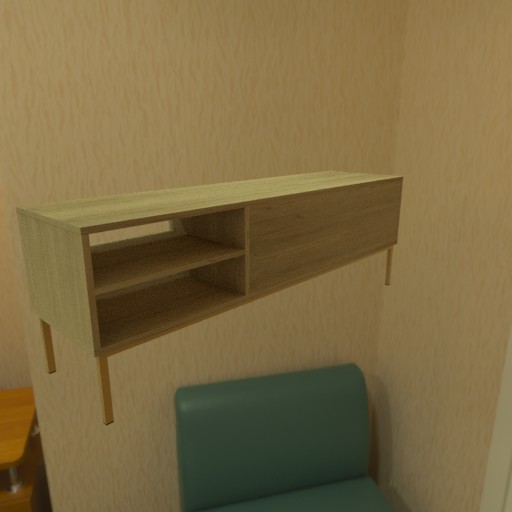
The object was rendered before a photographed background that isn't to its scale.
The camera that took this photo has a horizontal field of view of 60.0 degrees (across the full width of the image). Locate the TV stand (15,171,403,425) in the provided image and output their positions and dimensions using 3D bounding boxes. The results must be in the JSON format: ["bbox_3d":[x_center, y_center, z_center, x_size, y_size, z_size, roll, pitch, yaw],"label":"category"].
[{"bbox_3d":[0.000,0.000,1.791,0.420,0.550,1.600,15,22,42],"label":"TV stand"}]
